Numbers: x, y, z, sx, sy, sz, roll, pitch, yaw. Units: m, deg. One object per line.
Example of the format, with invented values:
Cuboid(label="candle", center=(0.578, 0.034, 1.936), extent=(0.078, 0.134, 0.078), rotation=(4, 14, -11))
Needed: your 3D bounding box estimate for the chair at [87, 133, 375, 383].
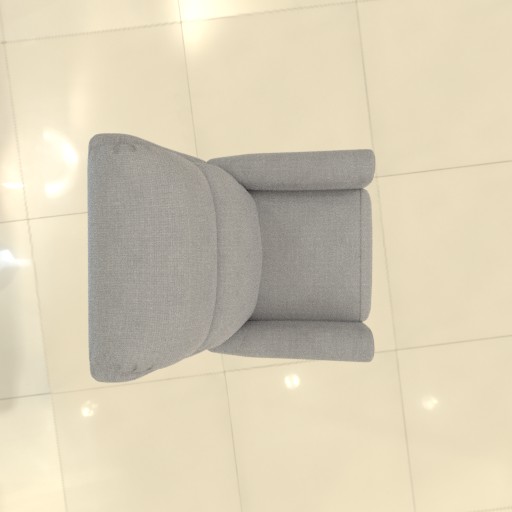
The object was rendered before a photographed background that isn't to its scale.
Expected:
Cuboid(label="chair", center=(0.000, 0.000, 1.768), extent=(1.014, 1.054, 0.838), rotation=(0, 91, -1))
